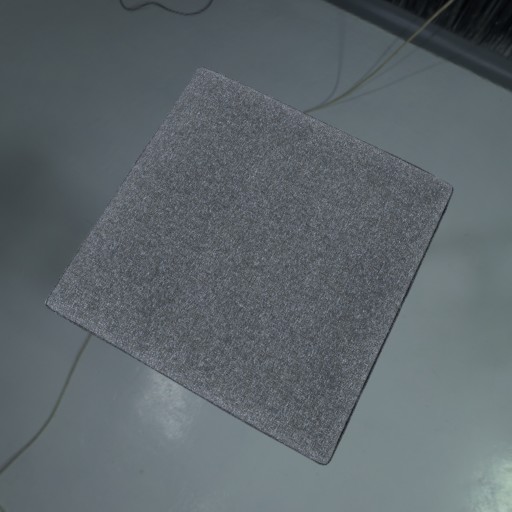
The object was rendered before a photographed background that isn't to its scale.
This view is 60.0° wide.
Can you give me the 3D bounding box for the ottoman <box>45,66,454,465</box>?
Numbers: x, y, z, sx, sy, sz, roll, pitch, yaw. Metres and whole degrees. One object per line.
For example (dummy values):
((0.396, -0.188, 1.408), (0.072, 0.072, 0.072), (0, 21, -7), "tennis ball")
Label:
((0.000, 0.000, 1.607), (1.021, 0.423, 1.017), (28, 78, 7), "ottoman")
